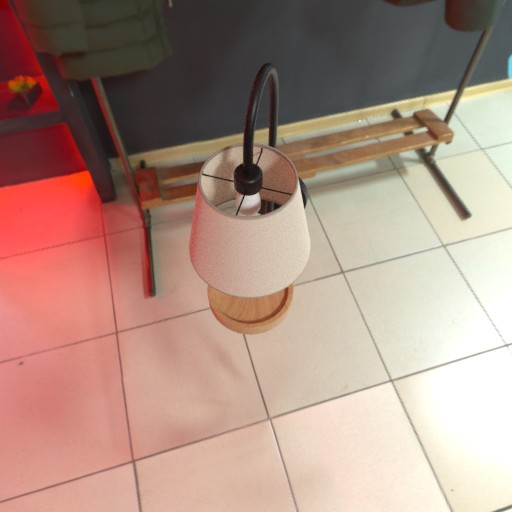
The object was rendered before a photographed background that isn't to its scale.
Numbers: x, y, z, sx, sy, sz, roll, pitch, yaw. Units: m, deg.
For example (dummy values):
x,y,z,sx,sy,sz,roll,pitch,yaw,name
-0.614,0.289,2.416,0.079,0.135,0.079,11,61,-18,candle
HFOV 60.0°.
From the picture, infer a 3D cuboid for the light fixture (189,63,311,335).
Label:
x,y,z,sx,sy,sz,roll,pitch,yaw,name
0.000,0.000,0.911,0.220,0.821,0.299,14,59,9,light fixture
